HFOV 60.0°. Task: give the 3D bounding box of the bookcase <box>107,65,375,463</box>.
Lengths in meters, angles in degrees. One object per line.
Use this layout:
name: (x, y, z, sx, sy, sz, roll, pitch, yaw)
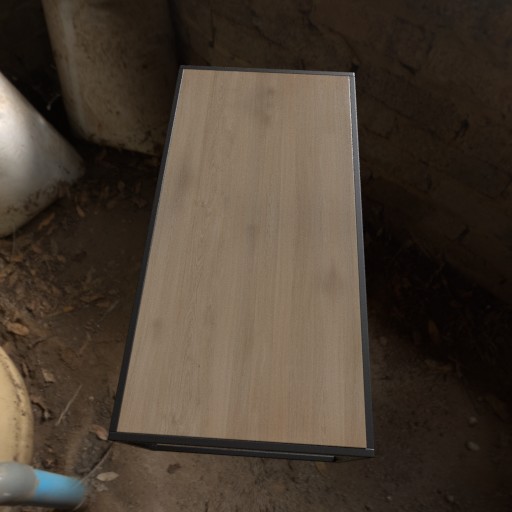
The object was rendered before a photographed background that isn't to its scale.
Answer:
bookcase: (0.000, 0.000, 1.223, 0.500, 0.400, 1.000, 3, 64, 2)
